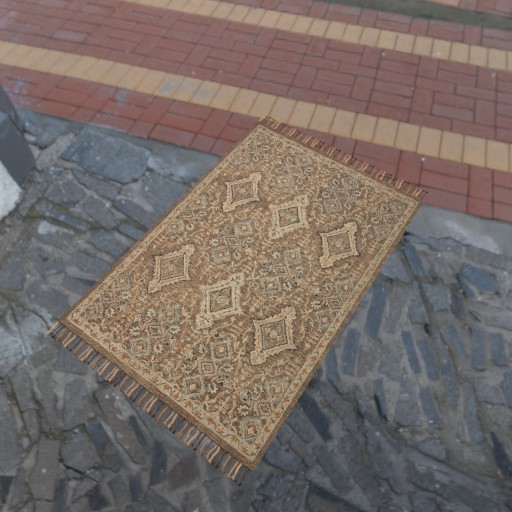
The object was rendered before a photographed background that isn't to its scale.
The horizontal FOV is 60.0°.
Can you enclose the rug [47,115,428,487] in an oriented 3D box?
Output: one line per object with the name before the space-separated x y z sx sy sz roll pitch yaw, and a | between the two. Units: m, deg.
rug | 0.000 0.000 3.076 1.516 0.010 2.434 31 63 17
